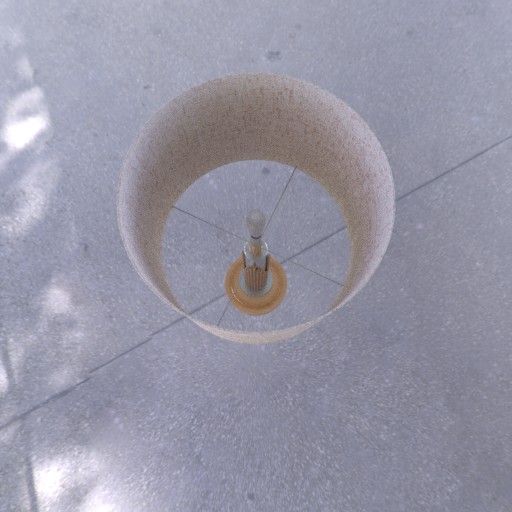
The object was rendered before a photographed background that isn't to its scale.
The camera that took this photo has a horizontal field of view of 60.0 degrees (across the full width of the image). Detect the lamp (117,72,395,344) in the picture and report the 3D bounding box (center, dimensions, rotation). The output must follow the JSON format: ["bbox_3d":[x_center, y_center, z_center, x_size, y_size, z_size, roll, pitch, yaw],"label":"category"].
[{"bbox_3d":[0.000,0.000,0.808,0.321,0.610,0.321,-17,77,-4],"label":"lamp"}]
